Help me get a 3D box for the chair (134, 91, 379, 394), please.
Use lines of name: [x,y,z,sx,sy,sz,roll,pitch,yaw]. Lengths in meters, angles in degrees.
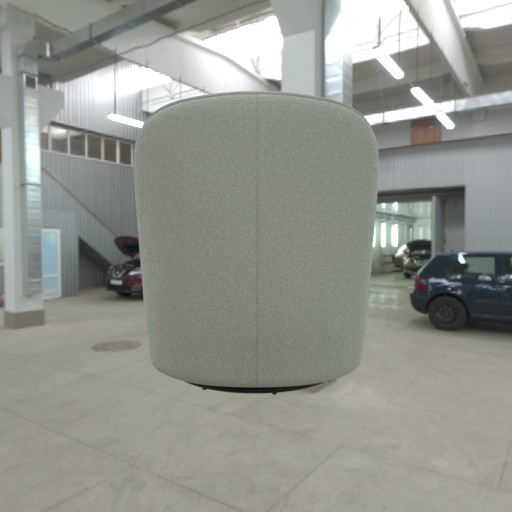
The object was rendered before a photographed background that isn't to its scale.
chair: [0.000,0.000,1.468,0.747,0.799,0.875,0,2,0]
